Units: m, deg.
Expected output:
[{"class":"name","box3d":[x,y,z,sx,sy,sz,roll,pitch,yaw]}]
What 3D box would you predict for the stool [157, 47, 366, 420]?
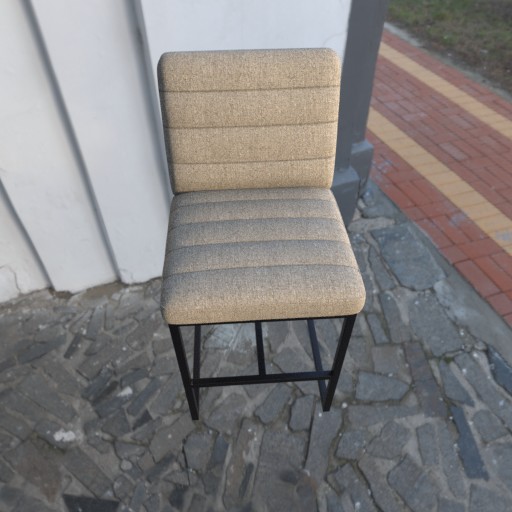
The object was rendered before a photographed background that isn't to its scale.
[{"class":"stool","box3d":[0.000,0.000,1.246,0.460,0.940,0.560,-3,46,-3]}]
